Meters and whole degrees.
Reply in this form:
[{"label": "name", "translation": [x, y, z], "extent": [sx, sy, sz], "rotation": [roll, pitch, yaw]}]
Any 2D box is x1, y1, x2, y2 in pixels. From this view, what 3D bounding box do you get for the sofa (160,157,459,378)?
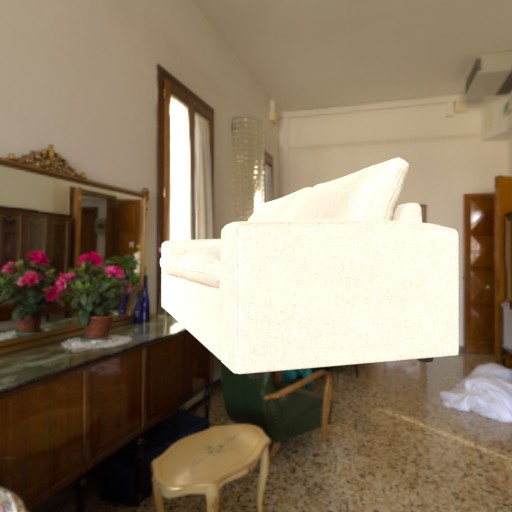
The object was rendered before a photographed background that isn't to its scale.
[{"label": "sofa", "translation": [0.000, 0.000, 2.787], "extent": [1.040, 0.922, 2.299], "rotation": [0, 0, -18]}]
